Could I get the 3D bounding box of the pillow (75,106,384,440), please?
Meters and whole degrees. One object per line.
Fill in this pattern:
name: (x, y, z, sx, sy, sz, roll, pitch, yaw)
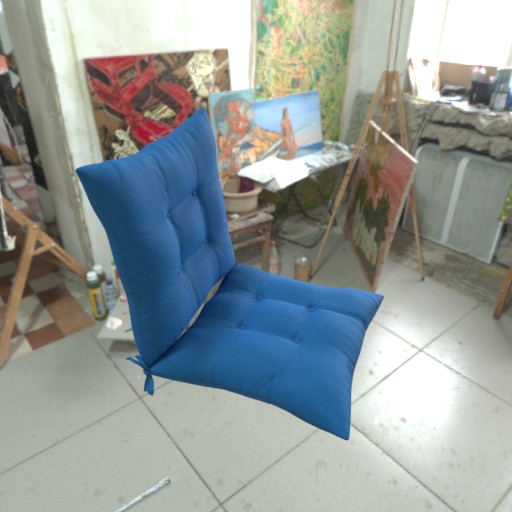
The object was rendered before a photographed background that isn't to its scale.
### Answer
pillow: (0.000, 0.000, 1.036, 0.585, 0.536, 0.541, 11, 33, 18)
